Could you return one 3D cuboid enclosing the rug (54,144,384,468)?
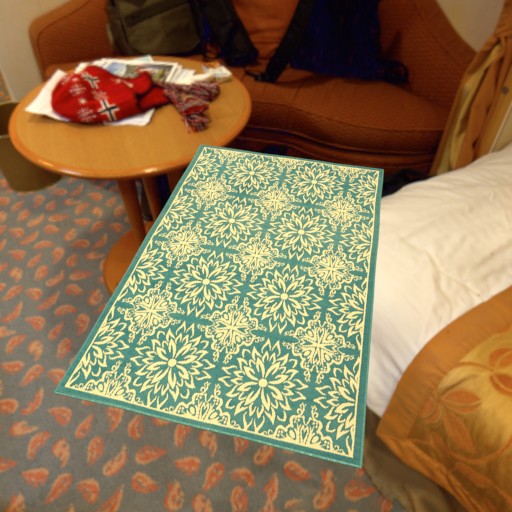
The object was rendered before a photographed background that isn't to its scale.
[{"bbox_3d":[0.000,0.000,3.434,1.830,0.018,2.769,10,47,9],"label":"rug"}]
